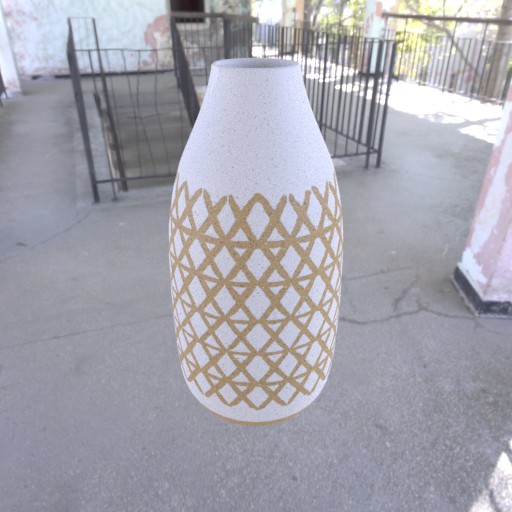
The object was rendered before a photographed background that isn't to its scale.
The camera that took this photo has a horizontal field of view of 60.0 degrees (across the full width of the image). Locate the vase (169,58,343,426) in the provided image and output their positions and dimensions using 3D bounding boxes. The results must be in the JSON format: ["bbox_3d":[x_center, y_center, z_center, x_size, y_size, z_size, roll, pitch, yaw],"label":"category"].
[{"bbox_3d":[0.000,0.000,0.472,0.186,0.380,0.186,0,30,0],"label":"vase"}]
